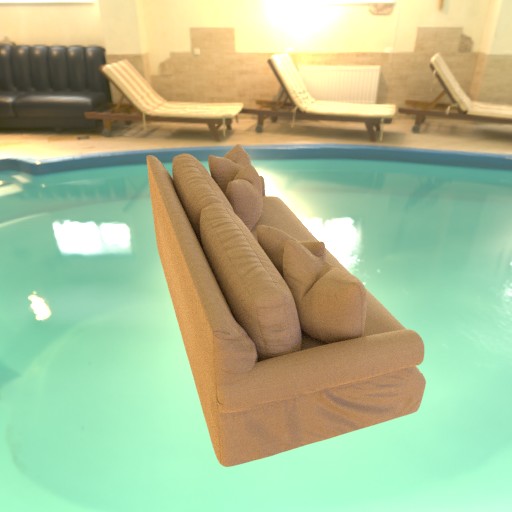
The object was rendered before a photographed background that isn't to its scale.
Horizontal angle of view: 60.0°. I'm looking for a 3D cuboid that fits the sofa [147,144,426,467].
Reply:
[{"bbox_3d":[0.000,0.000,2.772,1.067,0.904,2.285,-9,31,-16],"label":"sofa"}]
